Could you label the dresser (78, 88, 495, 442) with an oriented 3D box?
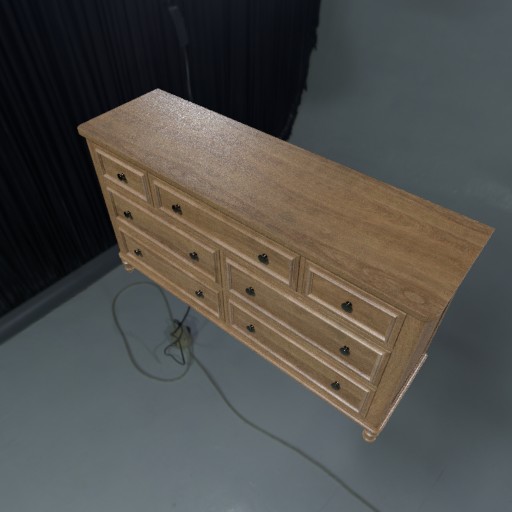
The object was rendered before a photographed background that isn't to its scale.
[{"bbox_3d":[0.000,0.000,1.953,1.583,0.892,0.468,30,53,26],"label":"dresser"}]
